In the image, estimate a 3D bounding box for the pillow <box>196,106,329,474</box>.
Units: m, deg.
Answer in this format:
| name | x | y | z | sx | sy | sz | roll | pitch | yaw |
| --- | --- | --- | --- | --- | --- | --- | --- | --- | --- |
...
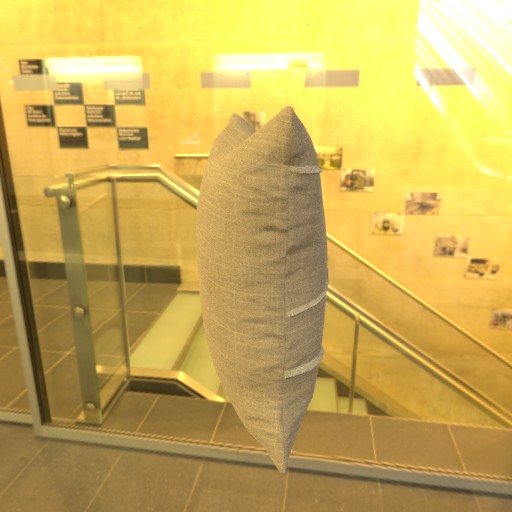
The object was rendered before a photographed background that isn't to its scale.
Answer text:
| name | x | y | z | sx | sy | sz | roll | pitch | yaw |
| --- | --- | --- | --- | --- | --- | --- | --- | --- | --- |
| pillow | 0.000 | 0.000 | 0.641 | 0.169 | 0.400 | 0.424 | -3 | 17 | -10 |
